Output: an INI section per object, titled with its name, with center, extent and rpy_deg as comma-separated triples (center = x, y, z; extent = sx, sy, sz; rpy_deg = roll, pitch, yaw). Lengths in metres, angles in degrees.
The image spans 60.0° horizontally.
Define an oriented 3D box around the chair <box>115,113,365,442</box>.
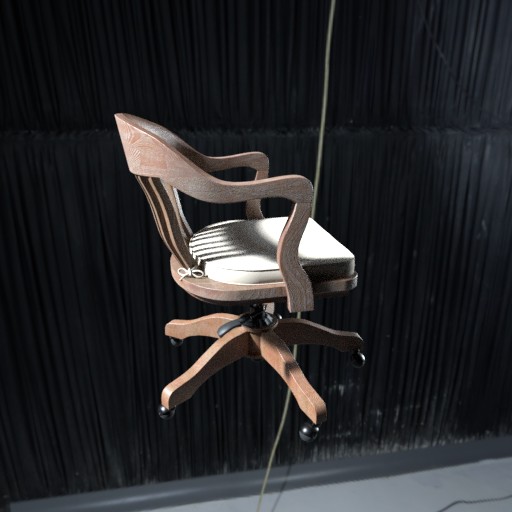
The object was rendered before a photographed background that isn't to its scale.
[chair]
center = 0.000, 0.000, 1.429
extent = 0.788, 0.878, 0.750
rpy_deg = -3, 19, -9
